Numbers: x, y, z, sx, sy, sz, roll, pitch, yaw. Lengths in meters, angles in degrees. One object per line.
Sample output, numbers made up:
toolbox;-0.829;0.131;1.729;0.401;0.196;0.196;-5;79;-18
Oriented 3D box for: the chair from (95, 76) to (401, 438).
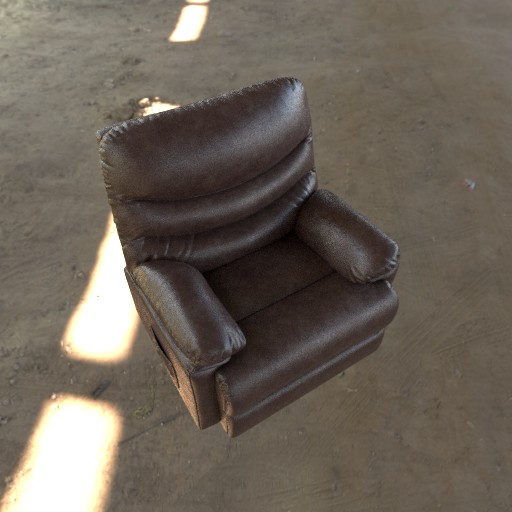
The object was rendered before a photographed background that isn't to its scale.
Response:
chair;0.000;0.000;1.730;0.940;1.041;0.879;-24;51;-21
